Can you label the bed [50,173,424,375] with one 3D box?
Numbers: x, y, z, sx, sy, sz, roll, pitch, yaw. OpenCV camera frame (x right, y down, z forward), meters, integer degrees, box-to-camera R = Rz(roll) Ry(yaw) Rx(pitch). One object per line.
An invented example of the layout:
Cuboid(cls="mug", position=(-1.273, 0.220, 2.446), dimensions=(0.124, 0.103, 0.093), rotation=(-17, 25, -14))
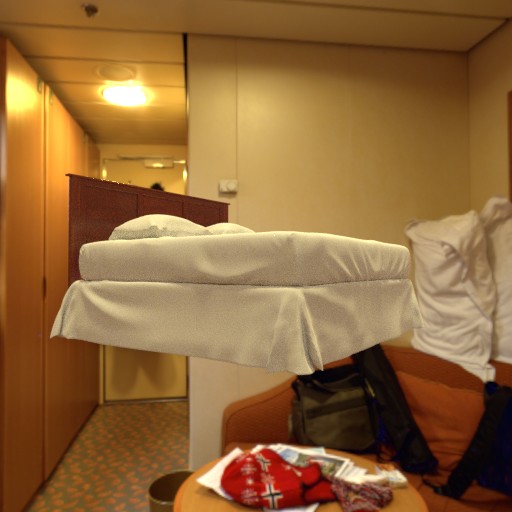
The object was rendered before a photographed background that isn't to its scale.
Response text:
Cuboid(cls="bed", position=(0.000, 0.000, 3.646), dimensions=(2.219, 1.271, 2.314), rotation=(-1, -2, 35))
